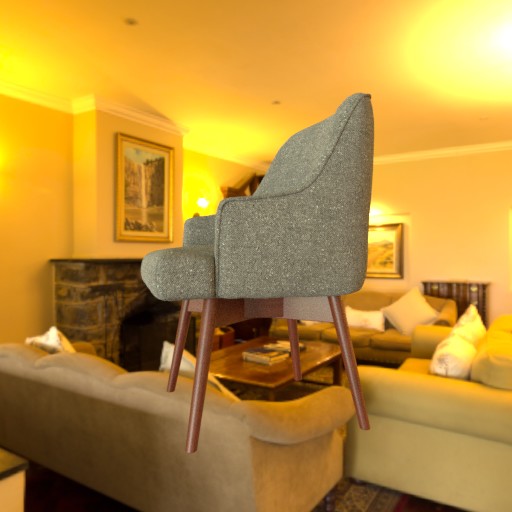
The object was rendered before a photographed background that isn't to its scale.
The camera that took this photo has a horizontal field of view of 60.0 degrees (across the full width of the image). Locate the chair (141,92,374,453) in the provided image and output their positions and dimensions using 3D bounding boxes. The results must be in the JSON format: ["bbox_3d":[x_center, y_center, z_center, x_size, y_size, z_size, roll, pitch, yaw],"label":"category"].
[{"bbox_3d":[0.000,0.000,1.274,0.629,0.875,0.608,0,0,-17],"label":"chair"}]
